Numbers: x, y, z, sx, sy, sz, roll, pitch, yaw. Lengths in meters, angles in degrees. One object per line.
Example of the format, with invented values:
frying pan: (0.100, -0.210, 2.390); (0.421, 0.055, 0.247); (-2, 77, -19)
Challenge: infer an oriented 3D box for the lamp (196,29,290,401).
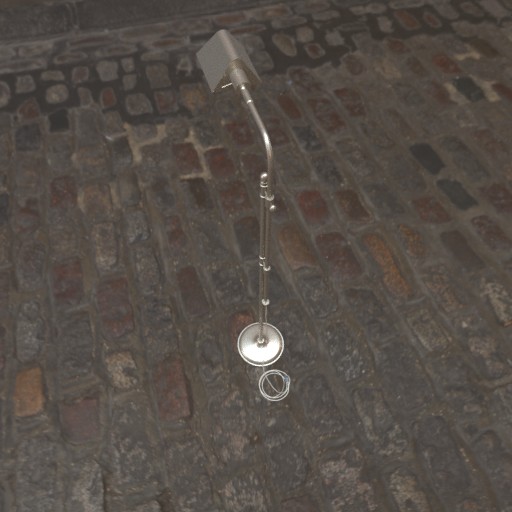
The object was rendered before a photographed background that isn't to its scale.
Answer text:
lamp: (0.000, 0.000, 1.862); (0.256, 1.571, 0.813); (-15, 58, -9)
